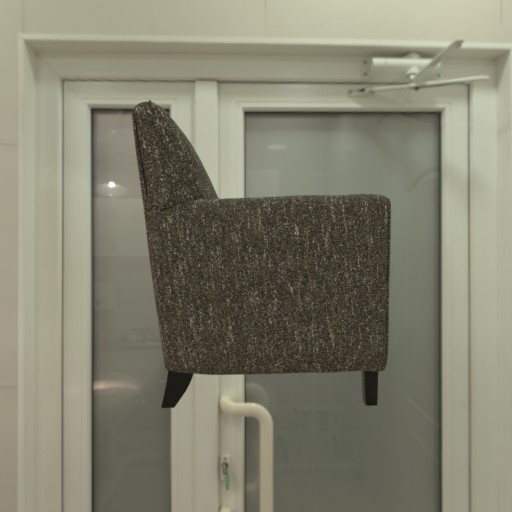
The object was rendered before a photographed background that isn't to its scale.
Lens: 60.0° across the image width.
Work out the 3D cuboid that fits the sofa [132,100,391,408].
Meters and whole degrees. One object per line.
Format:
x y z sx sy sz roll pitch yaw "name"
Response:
0.000 0.000 2.073 0.801 0.946 1.519 0 0 -1 "sofa"
